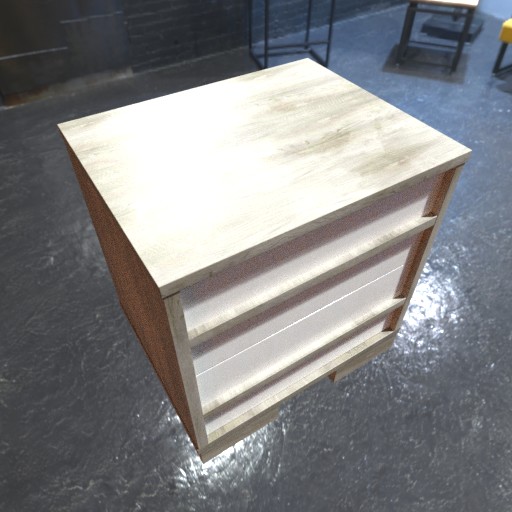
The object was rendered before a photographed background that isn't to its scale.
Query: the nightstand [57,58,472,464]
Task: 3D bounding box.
[{"bbox_3d":[0.000,0.000,0.742,0.427,0.448,0.347,-24,50,-22],"label":"nightstand"}]
